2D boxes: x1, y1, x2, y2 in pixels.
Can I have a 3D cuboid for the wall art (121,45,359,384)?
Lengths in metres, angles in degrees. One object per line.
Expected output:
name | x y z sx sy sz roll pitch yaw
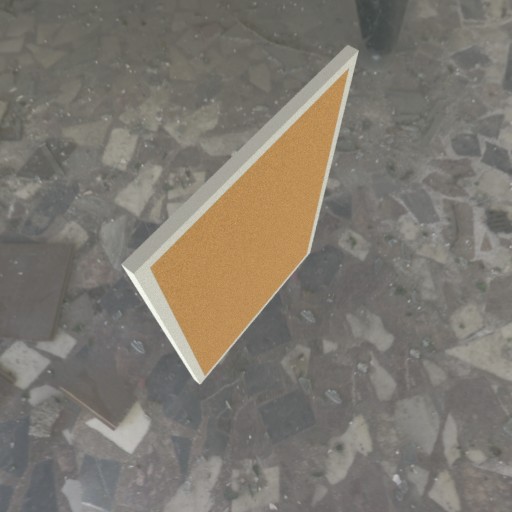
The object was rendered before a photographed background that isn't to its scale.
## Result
wall art | 0.000 0.000 0.572 0.013 0.433 0.303 35 69 16
